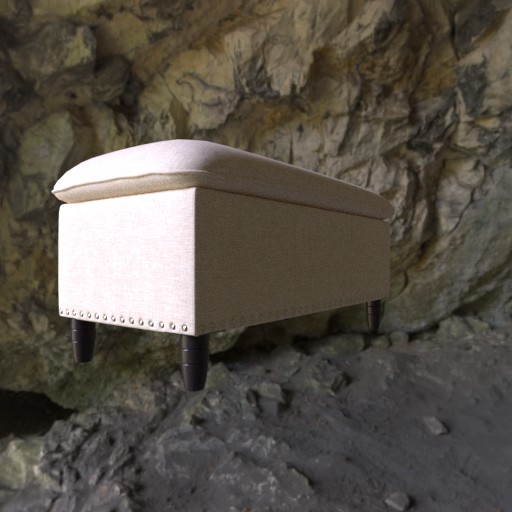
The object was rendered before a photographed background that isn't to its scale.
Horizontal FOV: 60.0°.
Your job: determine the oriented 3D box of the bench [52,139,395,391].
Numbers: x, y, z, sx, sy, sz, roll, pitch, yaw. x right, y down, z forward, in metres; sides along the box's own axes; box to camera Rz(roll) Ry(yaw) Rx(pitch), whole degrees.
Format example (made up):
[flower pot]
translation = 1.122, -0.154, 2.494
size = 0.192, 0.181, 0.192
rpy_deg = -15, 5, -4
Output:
[bench]
translation = 0.000, 0.000, 1.247
size = 0.483, 0.483, 0.991
rpy_deg = 0, 0, 37
